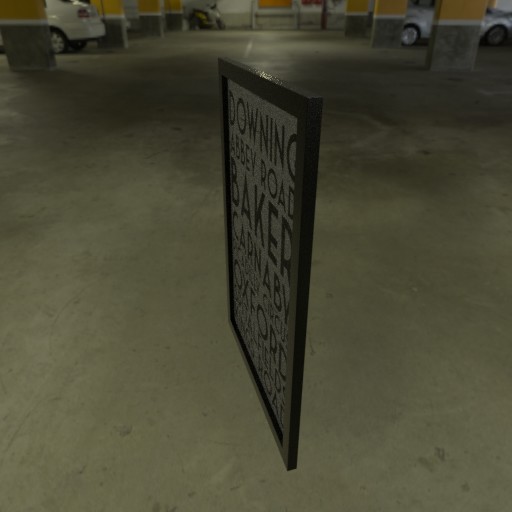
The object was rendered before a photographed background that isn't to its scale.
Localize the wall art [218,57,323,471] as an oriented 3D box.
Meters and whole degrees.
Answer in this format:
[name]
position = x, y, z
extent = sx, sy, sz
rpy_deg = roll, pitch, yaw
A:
[wall art]
position = 0.000, 0.000, 0.558
extent = 0.013, 0.432, 0.304
rpy_deg = -8, 30, -15
